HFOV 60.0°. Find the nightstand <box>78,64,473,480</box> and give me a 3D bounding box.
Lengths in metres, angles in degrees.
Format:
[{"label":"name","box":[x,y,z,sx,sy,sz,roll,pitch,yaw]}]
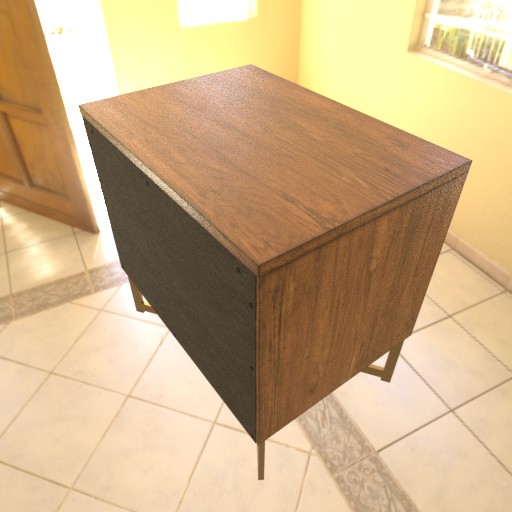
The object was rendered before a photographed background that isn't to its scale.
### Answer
[{"label":"nightstand","box":[0.000,0.000,1.004,0.446,0.610,0.610,-26,47,-27]}]
